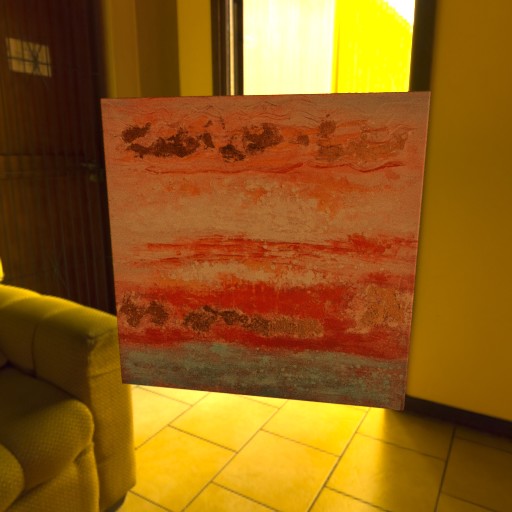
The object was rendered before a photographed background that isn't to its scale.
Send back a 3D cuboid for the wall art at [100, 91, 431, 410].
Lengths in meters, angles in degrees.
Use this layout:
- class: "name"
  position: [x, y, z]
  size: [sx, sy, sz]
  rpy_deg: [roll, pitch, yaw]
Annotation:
- class: "wall art"
  position: [0.000, 0.000, 1.089]
  size: [0.747, 0.747, 0.035]
  rpy_deg: [2, 13, 10]
